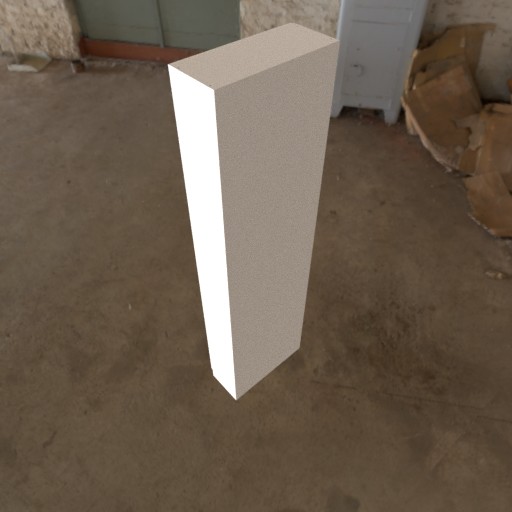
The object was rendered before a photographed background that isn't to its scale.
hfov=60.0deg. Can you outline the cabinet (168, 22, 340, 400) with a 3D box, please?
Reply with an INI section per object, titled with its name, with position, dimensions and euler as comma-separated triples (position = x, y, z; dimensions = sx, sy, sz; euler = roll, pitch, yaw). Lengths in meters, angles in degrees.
[cabinet]
position = 0.000, 0.000, 1.981
dimensions = 0.500, 1.790, 0.230
euler = -33, 55, -27
